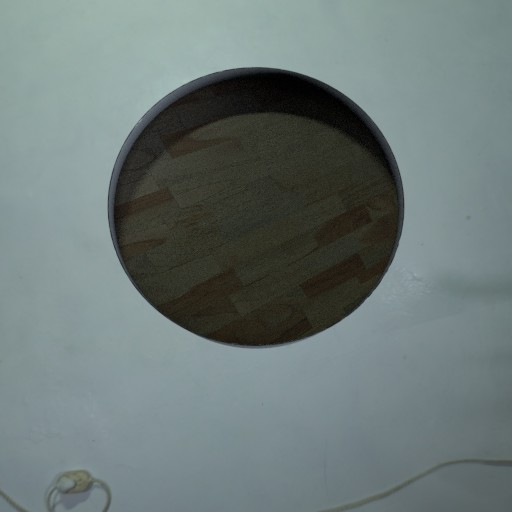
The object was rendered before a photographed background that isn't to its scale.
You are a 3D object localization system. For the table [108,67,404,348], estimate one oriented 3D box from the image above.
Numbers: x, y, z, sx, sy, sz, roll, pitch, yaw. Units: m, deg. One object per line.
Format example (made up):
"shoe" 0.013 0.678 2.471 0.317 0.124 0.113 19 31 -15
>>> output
"table" 0.000 0.000 0.941 0.406 0.686 0.406 -16 76 -4
